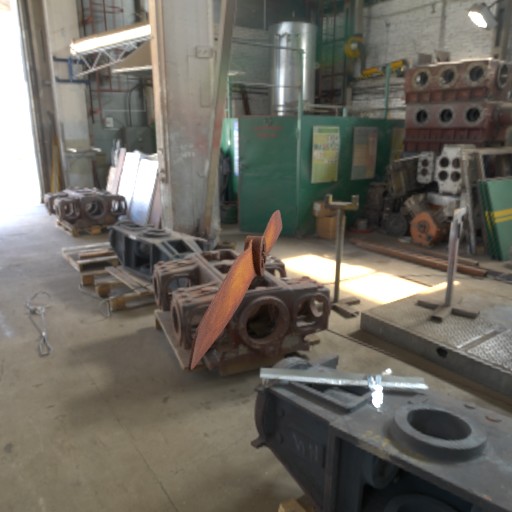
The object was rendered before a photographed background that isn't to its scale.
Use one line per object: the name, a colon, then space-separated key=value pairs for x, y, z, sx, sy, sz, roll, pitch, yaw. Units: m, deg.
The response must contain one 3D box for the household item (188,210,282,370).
household item: x=0.000 y=0.000 z=1.262 sx=0.051 sy=0.121 sz=1.181 roll=3 pitch=16 yaw=10
